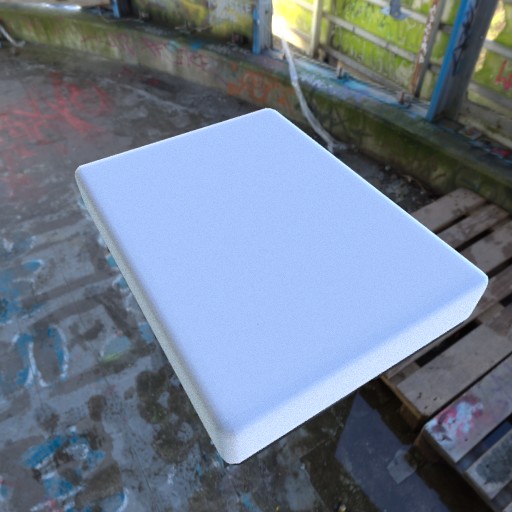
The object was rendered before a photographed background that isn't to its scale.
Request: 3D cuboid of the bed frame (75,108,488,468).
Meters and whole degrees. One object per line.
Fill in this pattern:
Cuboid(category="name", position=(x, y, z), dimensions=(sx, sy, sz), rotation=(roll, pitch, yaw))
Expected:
Cuboid(category="bed frame", position=(0.000, 0.000, 2.743), dimensions=(1.528, 0.677, 2.037), rotation=(-24, 51, -21))
